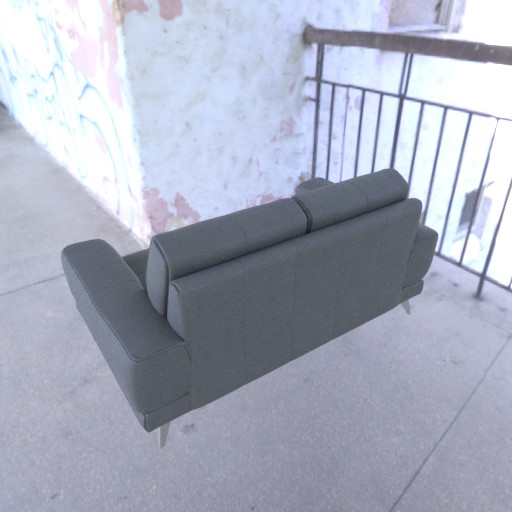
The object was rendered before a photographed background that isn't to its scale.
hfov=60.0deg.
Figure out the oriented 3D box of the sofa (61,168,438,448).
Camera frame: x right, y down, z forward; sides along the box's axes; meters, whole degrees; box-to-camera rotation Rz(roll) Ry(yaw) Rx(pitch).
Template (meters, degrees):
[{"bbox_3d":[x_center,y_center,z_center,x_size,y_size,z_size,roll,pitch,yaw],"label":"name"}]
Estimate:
[{"bbox_3d":[0.000,0.000,2.392,1.806,0.907,1.018,-19,36,-29],"label":"sofa"}]
